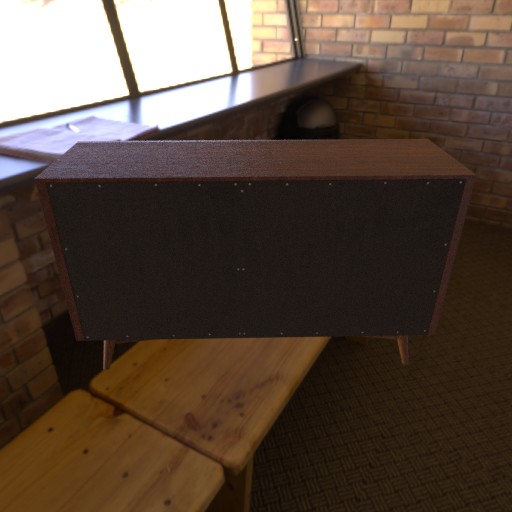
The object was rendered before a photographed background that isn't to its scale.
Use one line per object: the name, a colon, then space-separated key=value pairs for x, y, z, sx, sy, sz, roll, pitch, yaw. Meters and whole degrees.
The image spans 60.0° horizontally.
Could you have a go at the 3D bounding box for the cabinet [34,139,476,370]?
cabinet: x=0.000 y=0.000 z=2.030 sx=1.575 sy=0.940 sz=0.505 roll=-1 pitch=30 yaw=-1
